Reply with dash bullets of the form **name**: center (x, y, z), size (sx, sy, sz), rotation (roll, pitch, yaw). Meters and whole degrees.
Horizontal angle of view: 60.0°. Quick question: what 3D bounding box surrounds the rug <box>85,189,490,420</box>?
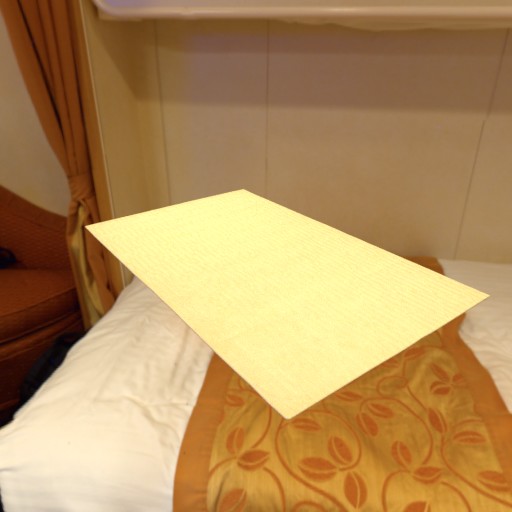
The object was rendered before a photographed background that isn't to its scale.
- **rug**: center (0.000, 0.000, 3.000), size (1.531, 0.014, 2.441), rotation (-19, 32, -33)
